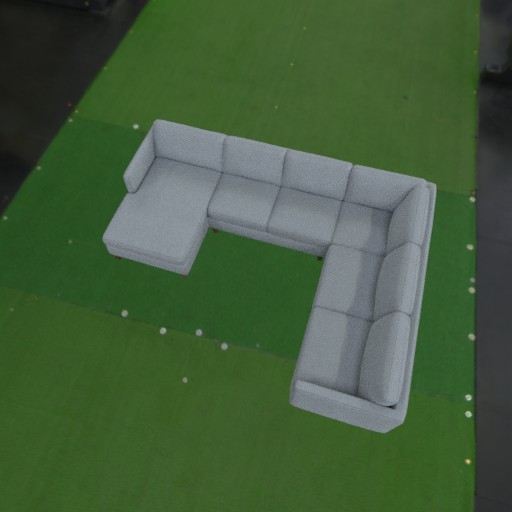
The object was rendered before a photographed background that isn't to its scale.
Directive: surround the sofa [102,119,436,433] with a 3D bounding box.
[{"bbox_3d":[0.000,0.000,4.526,3.238,0.853,2.551,15,61,9],"label":"sofa"}]
